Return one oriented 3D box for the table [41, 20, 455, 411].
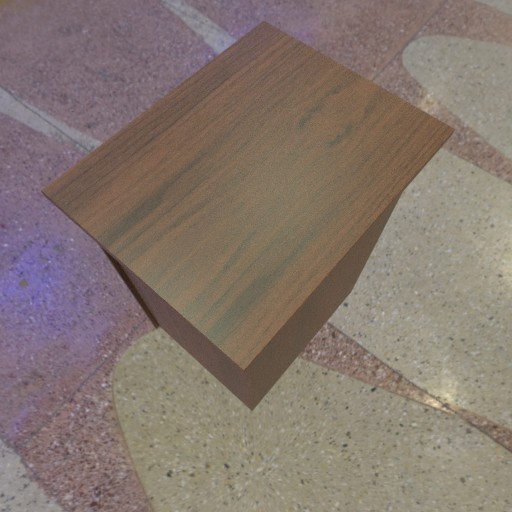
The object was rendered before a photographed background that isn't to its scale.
[{"bbox_3d":[0.000,0.000,0.929,0.381,0.636,0.480,38,69,17],"label":"table"}]
